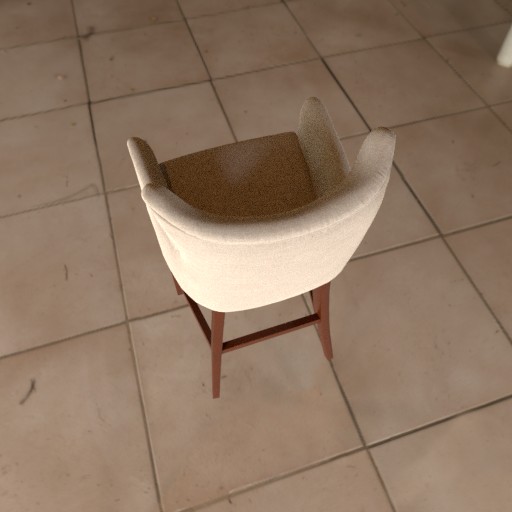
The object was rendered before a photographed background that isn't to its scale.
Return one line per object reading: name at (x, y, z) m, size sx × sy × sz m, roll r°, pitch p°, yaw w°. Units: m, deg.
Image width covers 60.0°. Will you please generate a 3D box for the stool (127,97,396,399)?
stool at (0.000, 0.000, 1.361) m, size 0.556 × 1.034 × 0.563 m, roll -16°, pitch 58°, yaw -10°
